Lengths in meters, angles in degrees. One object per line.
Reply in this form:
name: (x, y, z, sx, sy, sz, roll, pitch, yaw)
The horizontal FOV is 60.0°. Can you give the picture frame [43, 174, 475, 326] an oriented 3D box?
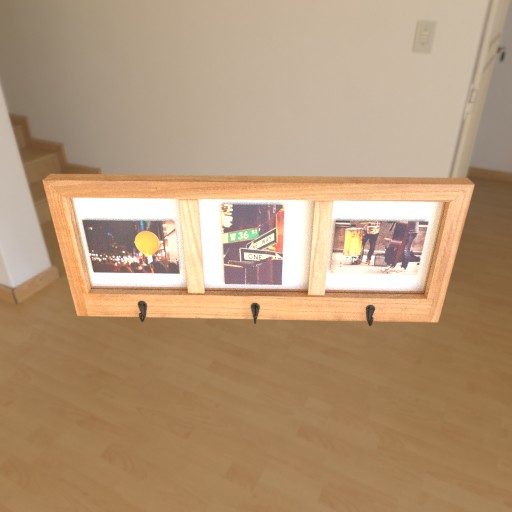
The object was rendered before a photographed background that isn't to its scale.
picture frame: (0.000, 0.000, 0.659, 0.582, 0.234, 0.045, 1, 30, 1)
